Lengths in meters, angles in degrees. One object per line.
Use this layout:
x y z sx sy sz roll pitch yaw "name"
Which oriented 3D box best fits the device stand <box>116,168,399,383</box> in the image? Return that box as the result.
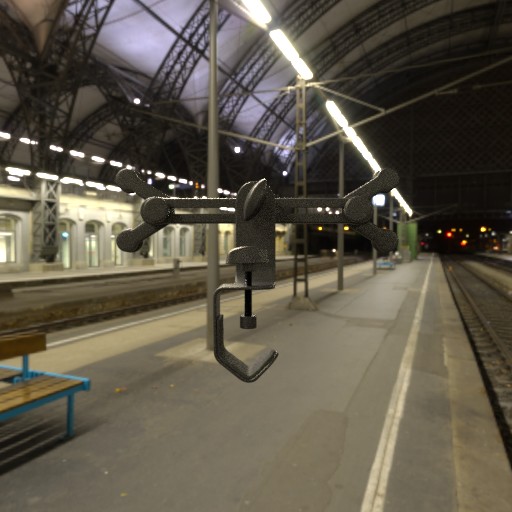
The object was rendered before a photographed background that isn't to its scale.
0.000 0.000 0.364 0.270 0.166 0.142 0 1 1 "device stand"
